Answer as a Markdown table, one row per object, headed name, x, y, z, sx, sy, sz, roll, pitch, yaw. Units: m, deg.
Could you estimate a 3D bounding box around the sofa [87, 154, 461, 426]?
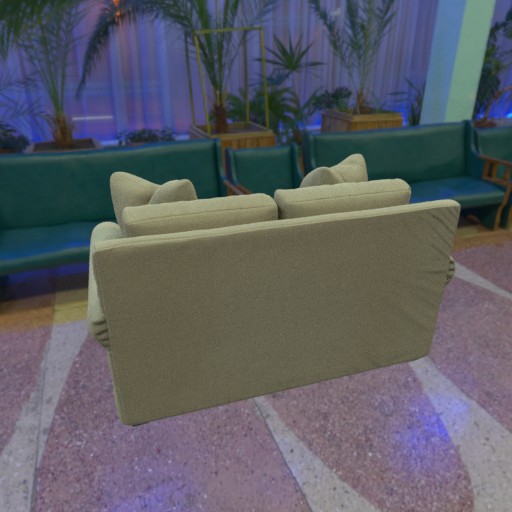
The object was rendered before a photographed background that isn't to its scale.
| name | x | y | z | sx | sy | sz | roll | pitch | yaw |
| --- | --- | --- | --- | --- | --- | --- | --- | --- | --- |
| sofa | 0.000 | 0.000 | 2.196 | 1.550 | 0.905 | 1.070 | -8 | 27 | -16 |
